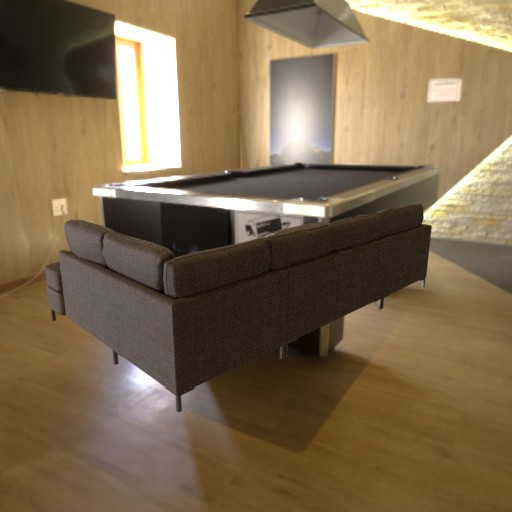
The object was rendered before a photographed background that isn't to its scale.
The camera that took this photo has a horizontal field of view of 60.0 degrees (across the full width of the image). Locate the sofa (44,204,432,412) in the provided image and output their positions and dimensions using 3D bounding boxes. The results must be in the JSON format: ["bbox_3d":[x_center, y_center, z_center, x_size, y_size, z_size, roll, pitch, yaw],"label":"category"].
[{"bbox_3d":[0.000,0.000,4.463,3.423,0.999,2.048,-15,21,-42],"label":"sofa"}]
